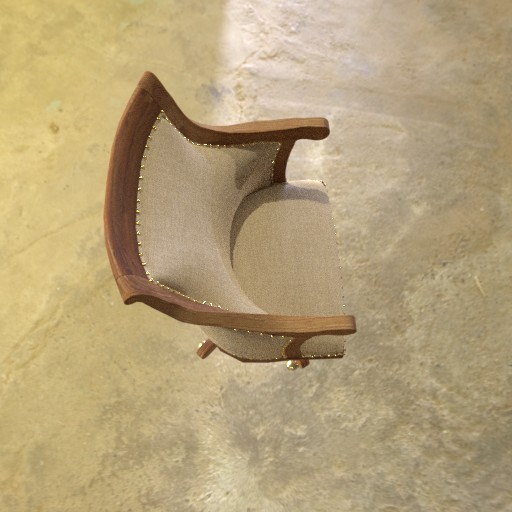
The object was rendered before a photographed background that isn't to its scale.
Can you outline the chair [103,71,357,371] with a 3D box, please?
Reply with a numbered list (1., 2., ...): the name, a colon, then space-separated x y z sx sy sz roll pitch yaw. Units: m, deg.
1. chair: 0.000 0.000 1.425 0.689 0.965 0.656 -2 65 -1
